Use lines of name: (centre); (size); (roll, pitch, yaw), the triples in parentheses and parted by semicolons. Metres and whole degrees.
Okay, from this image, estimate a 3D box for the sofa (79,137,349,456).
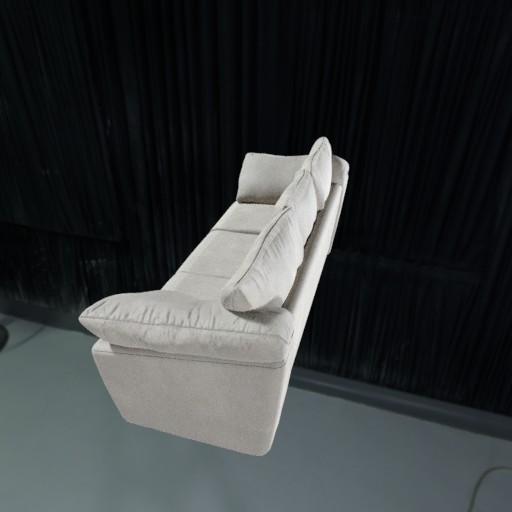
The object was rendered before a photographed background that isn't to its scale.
sofa: (0.000, 0.000, 2.781); (0.878, 0.996, 2.334); (8, 31, 14)
